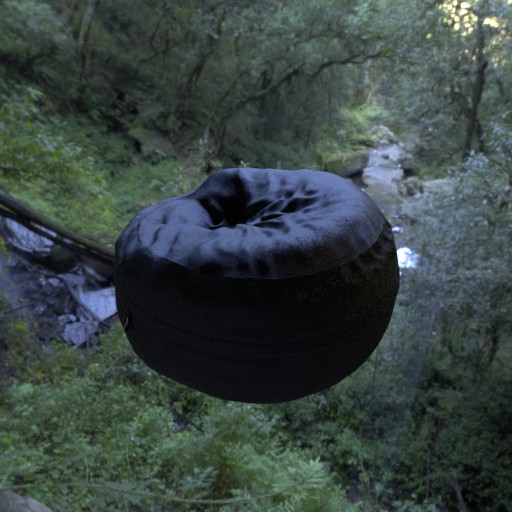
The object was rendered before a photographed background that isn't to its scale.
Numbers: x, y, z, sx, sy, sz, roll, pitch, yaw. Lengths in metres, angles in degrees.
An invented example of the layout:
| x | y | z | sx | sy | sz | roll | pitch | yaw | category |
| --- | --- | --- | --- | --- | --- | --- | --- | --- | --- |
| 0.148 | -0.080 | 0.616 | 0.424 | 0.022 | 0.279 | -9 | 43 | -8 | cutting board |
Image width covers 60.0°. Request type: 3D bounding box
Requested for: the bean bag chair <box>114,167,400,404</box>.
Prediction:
| x | y | z | sx | sy | sz | roll | pitch | yaw | category |
| --- | --- | --- | --- | --- | --- | --- | --- | --- | --- |
| 0.000 | 0.000 | 2.427 | 1.525 | 0.751 | 1.525 | 0 | 31 | 0 | bean bag chair |
